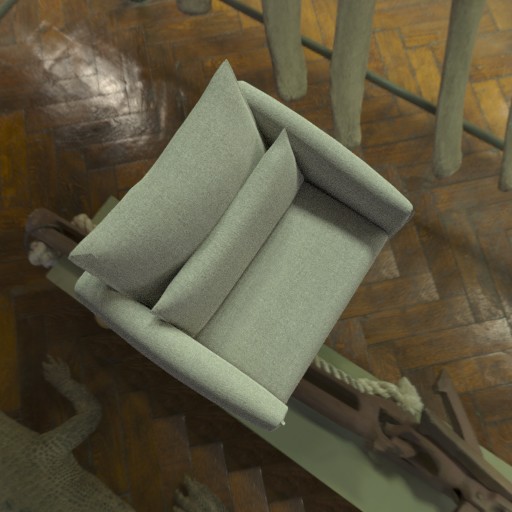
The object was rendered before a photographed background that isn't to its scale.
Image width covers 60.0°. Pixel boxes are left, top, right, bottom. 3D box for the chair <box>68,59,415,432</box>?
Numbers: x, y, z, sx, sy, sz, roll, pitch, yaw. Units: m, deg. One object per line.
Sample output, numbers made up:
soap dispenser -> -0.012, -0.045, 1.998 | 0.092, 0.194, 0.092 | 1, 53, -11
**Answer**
chair -> 0.000, 0.000, 1.646 | 0.801, 0.856, 1.029 | 33, 77, 8
